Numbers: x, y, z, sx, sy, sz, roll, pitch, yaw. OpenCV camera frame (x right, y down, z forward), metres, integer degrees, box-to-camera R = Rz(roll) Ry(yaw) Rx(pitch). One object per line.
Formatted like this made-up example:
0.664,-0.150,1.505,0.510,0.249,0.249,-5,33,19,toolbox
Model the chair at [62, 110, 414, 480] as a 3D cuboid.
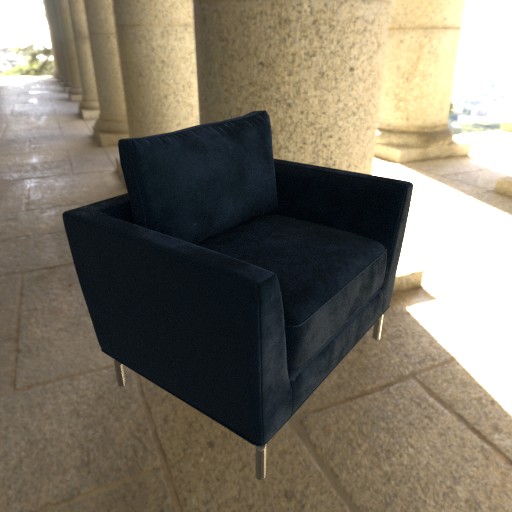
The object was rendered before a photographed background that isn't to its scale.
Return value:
0.000,0.000,1.566,0.746,0.893,0.977,18,31,33,chair
